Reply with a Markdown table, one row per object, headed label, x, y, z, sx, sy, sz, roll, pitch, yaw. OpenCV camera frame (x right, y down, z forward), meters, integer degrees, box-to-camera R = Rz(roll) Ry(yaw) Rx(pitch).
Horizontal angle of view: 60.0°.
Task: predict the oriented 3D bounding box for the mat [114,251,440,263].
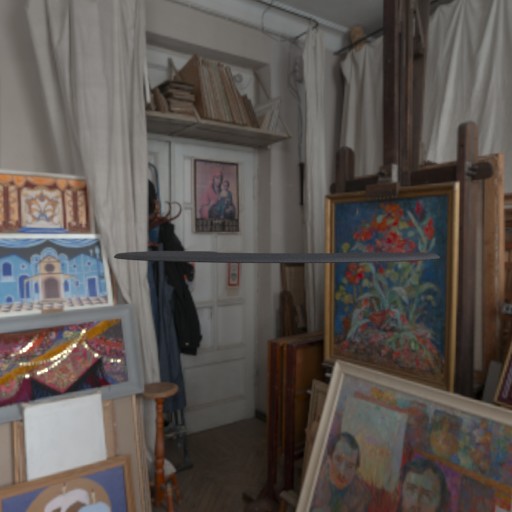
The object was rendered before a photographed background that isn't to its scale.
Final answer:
| label | x | y | z | sx | sy | sz | roll | pitch | yaw |
| --- | --- | --- | --- | --- | --- | --- | --- | --- | --- |
| mat | 0.000 | 0.000 | 1.924 | 1.525 | 0.022 | 0.917 | 1 | 2 | 18 |
